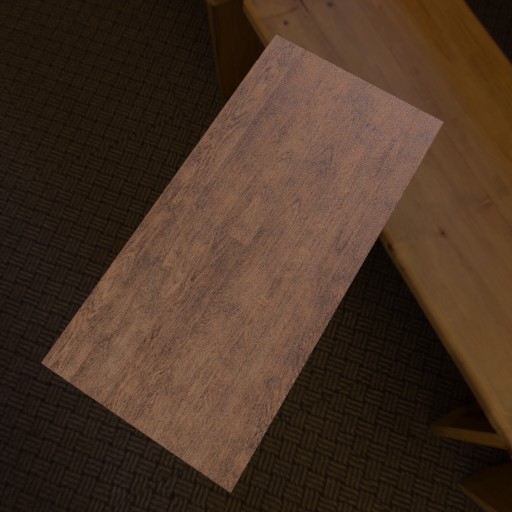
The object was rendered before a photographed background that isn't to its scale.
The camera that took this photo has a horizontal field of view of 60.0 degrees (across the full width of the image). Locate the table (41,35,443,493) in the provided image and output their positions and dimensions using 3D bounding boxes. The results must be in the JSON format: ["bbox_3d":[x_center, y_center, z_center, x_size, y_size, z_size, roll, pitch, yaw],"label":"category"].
[{"bbox_3d":[0.000,0.000,2.262,0.893,0.767,1.805,31,78,7],"label":"table"}]
